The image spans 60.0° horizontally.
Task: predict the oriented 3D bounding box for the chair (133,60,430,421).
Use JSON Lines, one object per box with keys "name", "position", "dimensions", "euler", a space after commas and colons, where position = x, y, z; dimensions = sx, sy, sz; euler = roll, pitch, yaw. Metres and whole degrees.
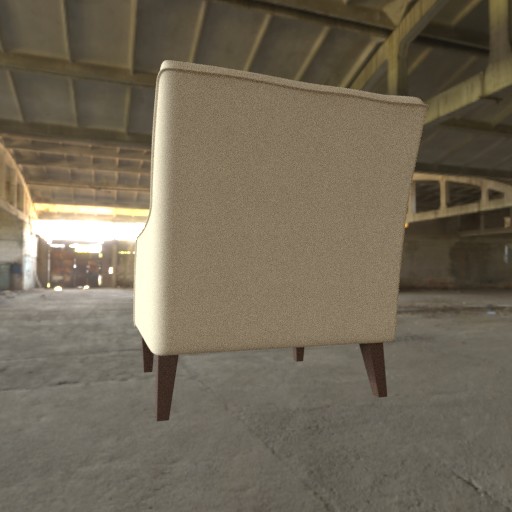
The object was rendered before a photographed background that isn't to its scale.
{"name": "chair", "position": [0.000, 0.000, 1.564], "dimensions": [0.780, 0.919, 0.899], "euler": [1, -2, -19]}
